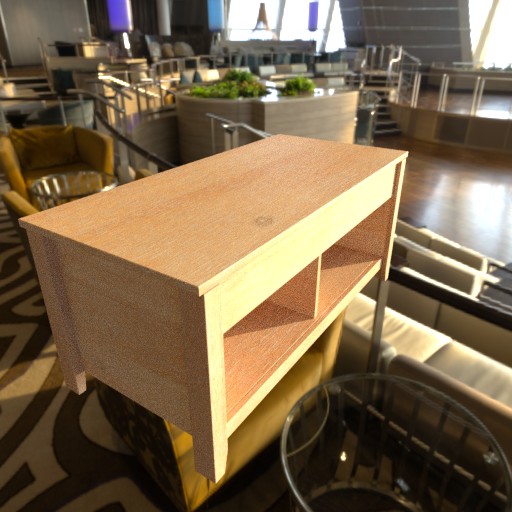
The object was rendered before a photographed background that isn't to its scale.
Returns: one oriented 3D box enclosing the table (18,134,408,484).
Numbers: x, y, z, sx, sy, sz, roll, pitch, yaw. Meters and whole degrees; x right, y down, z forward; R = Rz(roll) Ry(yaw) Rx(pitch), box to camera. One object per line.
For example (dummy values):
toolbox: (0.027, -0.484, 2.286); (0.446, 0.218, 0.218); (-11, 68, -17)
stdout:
table: (0.000, 0.000, 1.259); (0.483, 0.457, 1.016); (17, 31, 30)
